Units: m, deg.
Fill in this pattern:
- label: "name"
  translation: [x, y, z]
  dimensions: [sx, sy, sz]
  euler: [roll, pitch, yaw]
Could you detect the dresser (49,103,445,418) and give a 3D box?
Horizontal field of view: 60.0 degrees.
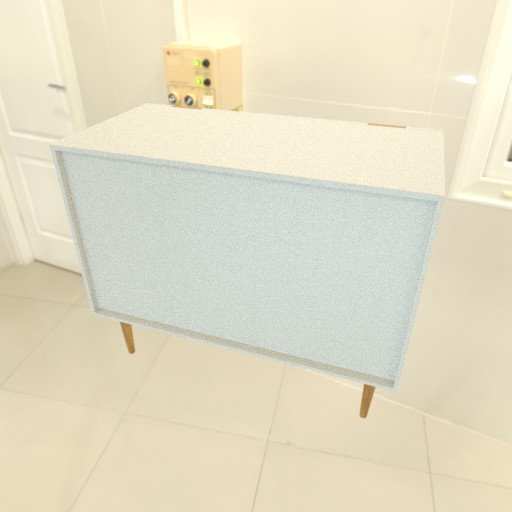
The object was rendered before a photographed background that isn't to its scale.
- label: "dresser"
  translation: [0.000, 0.000, 1.323]
  dimensions: [0.905, 0.721, 0.457]
  euler: [11, 34, 16]
